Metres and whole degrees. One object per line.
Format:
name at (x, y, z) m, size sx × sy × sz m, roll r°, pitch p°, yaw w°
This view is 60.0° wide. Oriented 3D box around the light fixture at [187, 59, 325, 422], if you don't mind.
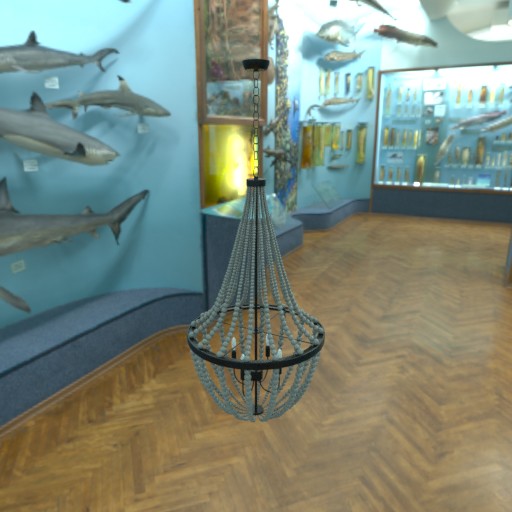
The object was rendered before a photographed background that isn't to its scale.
light fixture at (0.000, 0.000, 1.393) m, size 0.450 × 1.133 × 0.450 m, roll 0°, pitch 16°, yaw 0°
